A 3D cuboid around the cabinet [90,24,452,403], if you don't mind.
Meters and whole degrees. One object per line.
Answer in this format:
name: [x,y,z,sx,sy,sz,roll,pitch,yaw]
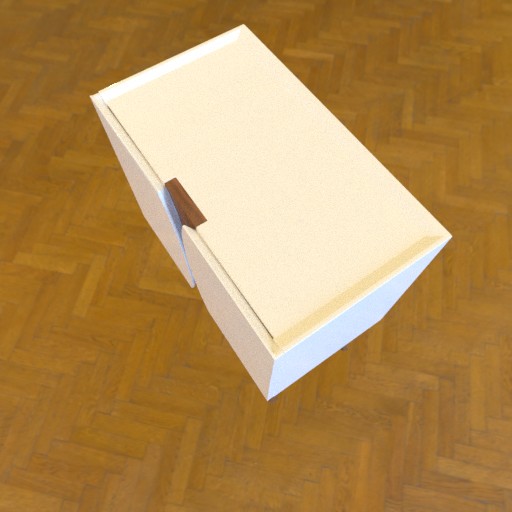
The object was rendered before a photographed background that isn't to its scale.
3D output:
cabinet: [0.000,0.000,1.105,0.344,0.772,0.591,-32,69,-14]
